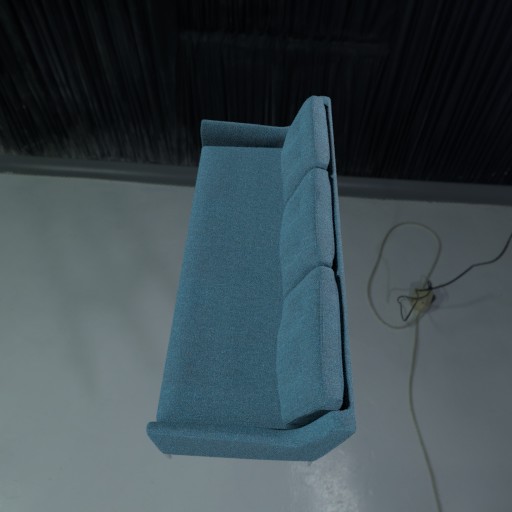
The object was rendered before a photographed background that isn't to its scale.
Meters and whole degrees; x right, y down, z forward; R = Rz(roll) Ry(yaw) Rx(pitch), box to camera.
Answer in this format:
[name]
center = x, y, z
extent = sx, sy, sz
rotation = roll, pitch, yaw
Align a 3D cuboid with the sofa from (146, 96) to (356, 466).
[sofa]
center = 0.000, 0.000, 2.513
extent = 0.849, 0.837, 2.060
rotation = 2, 55, 2
